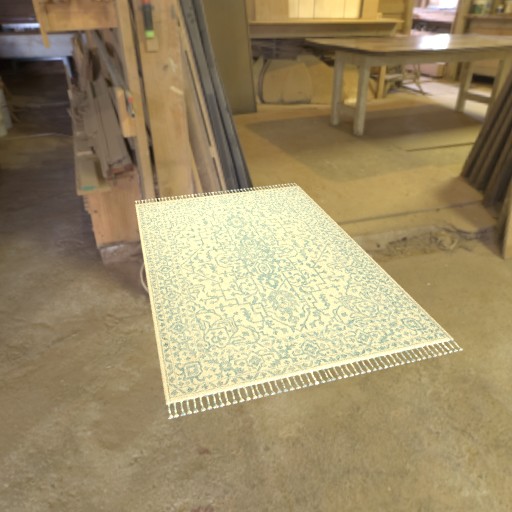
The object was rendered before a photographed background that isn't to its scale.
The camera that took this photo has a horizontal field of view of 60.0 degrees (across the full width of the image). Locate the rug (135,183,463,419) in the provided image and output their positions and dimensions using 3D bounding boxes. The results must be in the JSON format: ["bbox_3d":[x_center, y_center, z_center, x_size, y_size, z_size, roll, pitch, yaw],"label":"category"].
[{"bbox_3d":[0.000,0.000,3.119,1.524,0.010,2.438,-9,32,-14],"label":"rug"}]
